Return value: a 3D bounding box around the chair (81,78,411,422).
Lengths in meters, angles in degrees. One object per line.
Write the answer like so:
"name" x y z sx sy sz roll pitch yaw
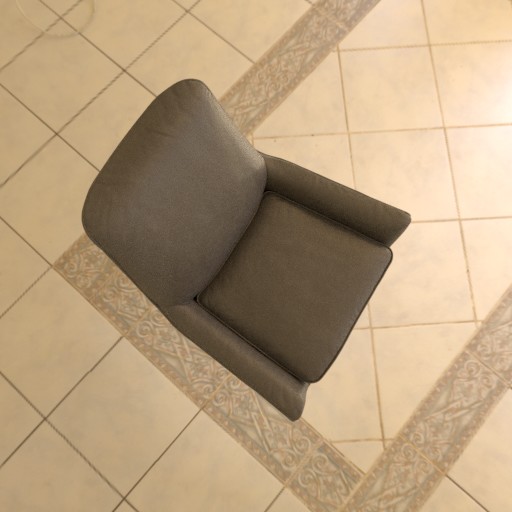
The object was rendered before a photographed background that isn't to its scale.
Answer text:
"chair" 0.000 0.000 1.517 0.822 0.888 0.787 31 80 6
